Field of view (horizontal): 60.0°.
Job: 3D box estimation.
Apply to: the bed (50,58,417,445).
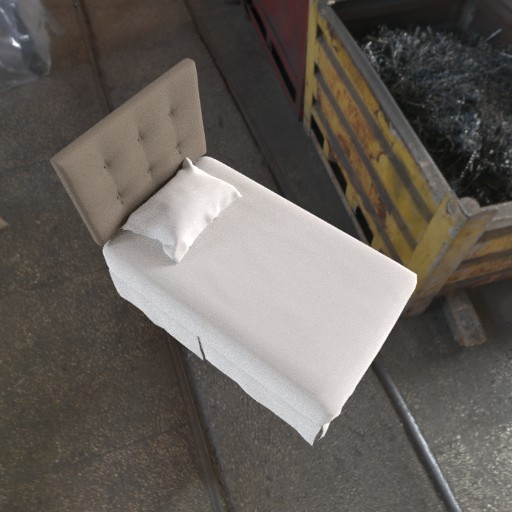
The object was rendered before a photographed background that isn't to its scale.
[{"bbox_3d":[0.000,0.000,2.994,1.997,1.571,1.261,32,64,18],"label":"bed"}]
